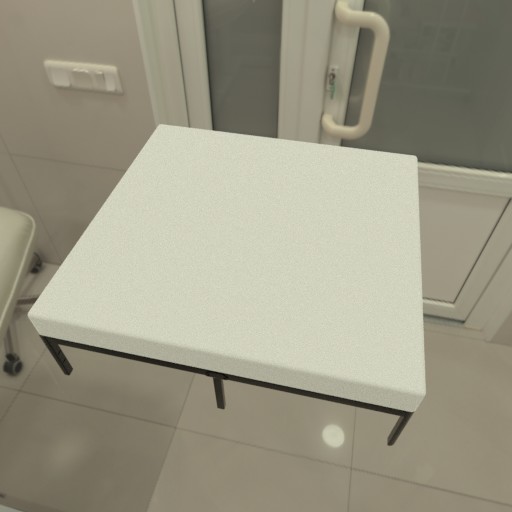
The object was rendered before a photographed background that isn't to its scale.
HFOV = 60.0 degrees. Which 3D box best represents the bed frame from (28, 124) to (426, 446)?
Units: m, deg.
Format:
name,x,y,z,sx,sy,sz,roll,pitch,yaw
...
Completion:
name,x,y,z,sx,sy,sz,roll,pitch,yaw
bed frame,0.000,0.000,3.076,2.079,0.659,1.963,9,48,9
